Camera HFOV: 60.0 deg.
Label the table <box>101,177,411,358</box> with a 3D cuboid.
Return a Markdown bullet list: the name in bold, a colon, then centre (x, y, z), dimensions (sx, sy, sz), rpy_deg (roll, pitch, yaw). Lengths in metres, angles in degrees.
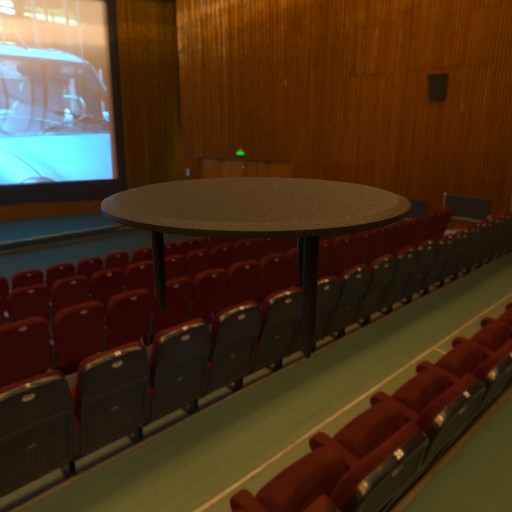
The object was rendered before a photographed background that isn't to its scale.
- **table**: centre (0.000, 0.000, 1.410), dimensions (0.900, 0.400, 0.900), rpy_deg (0, 17, 0)
